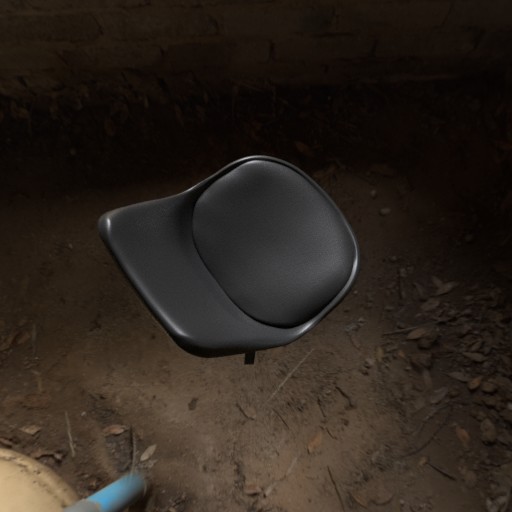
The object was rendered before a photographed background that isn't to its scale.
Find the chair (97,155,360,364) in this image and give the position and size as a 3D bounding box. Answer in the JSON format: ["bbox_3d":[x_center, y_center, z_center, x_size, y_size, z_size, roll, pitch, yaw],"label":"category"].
[{"bbox_3d":[0.000,0.000,1.200,0.530,0.850,0.485,-37,80,-8],"label":"chair"}]
